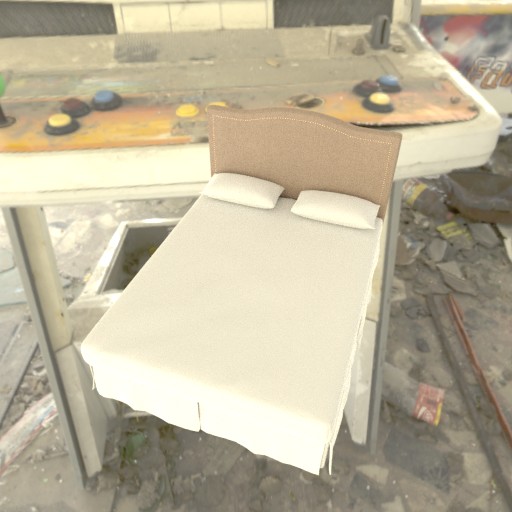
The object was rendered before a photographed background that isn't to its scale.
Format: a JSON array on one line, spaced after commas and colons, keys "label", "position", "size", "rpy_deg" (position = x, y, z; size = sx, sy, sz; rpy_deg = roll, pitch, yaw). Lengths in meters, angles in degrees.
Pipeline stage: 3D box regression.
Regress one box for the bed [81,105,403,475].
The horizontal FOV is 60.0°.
[{"label": "bed", "position": [0.000, 0.000, 3.399], "size": [1.821, 1.436, 2.282], "rpy_deg": [13, 43, 15]}]
